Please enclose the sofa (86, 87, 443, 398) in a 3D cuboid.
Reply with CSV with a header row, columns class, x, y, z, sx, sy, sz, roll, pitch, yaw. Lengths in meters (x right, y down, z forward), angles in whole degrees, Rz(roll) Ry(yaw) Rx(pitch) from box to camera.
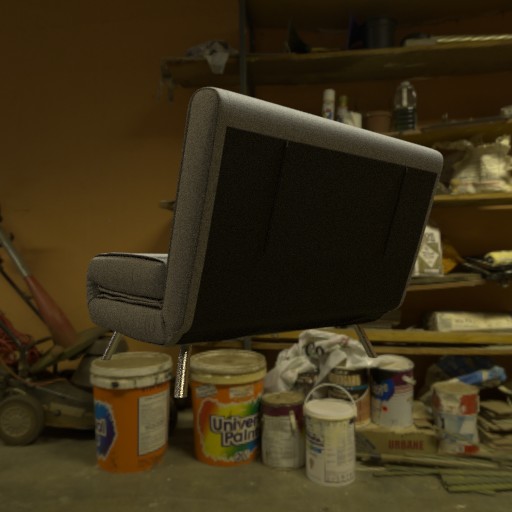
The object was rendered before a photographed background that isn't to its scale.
class,x,y,z,sx,sy,sz,roll,pitch,yaw
sofa,0.000,0.000,1.724,1.020,0.825,1.000,1,-1,-38
